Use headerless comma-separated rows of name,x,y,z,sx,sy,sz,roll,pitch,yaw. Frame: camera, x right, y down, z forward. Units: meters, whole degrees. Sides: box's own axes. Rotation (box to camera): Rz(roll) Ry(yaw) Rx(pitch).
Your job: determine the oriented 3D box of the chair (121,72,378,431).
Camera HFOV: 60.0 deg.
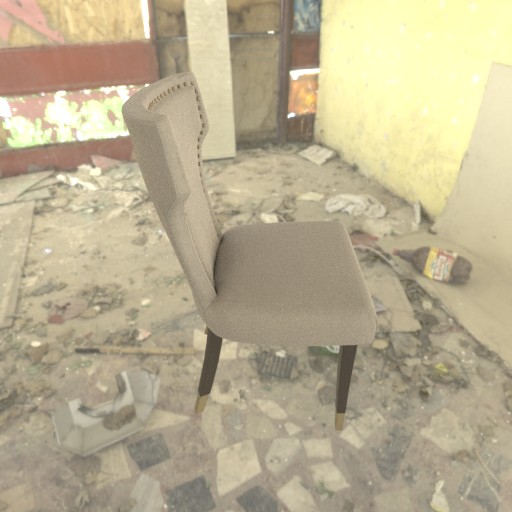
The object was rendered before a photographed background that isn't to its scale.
chair,0.000,0.000,1.320,0.630,0.950,0.526,0,33,0
